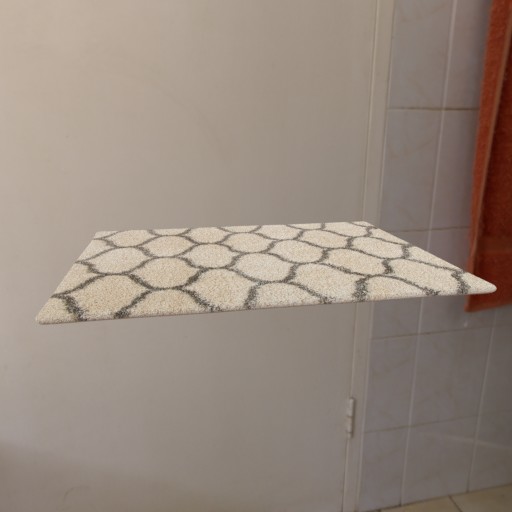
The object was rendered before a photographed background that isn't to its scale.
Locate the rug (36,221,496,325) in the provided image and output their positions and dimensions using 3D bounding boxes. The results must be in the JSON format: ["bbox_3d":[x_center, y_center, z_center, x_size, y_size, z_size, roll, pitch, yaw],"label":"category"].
[{"bbox_3d":[0.000,0.000,2.060,1.600,0.025,1.200,-3,17,-10],"label":"rug"}]
